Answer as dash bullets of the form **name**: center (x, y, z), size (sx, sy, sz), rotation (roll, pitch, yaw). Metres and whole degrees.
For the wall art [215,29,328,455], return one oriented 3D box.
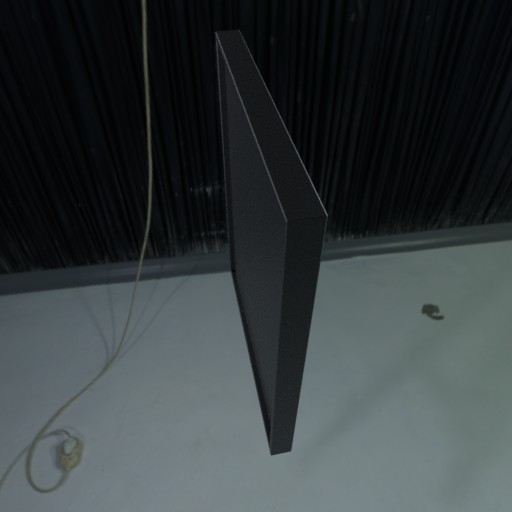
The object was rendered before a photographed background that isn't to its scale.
- **wall art**: center (0.000, 0.000, 0.738), size (0.039, 0.555, 0.449), rotation (-8, 47, -8)
